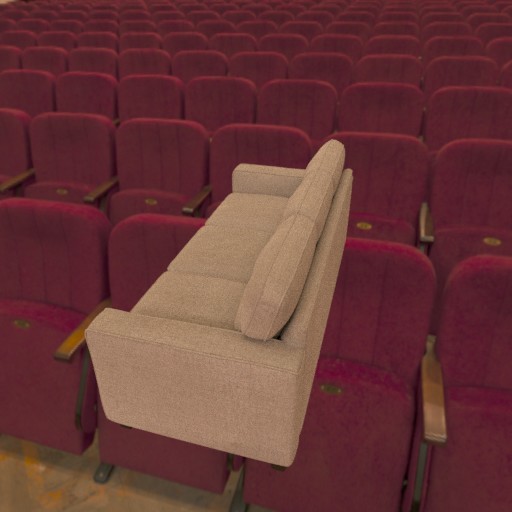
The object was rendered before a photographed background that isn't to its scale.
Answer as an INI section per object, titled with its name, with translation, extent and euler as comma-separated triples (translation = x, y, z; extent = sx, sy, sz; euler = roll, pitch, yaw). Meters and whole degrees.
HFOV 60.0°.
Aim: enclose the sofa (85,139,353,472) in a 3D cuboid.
[sofa]
translation = 0.000, 0.000, 2.689
extent = 0.939, 0.965, 2.133
euler = 8, 32, 14
